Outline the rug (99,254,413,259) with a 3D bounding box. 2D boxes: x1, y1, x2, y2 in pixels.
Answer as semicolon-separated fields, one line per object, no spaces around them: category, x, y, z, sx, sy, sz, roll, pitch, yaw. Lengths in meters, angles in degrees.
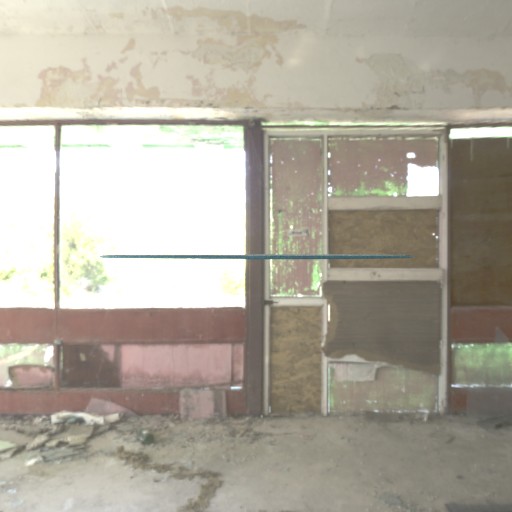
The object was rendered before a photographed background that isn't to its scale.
rug;0.000;0.000;2.388;1.593;0.012;1.593;0;0;0
